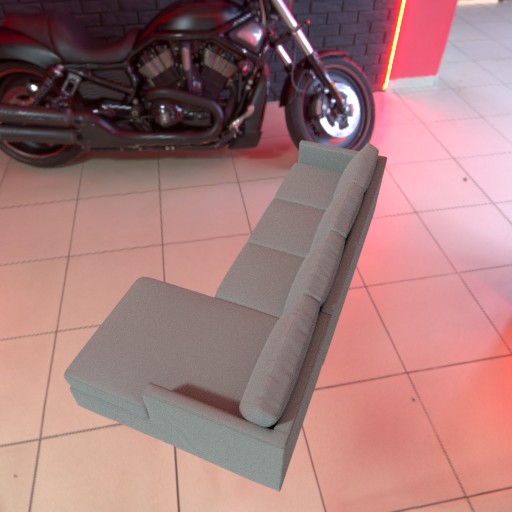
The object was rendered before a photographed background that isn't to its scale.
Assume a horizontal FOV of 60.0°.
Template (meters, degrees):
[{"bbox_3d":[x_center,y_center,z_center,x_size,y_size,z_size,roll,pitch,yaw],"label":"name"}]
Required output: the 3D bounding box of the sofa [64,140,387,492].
[{"bbox_3d":[0.000,0.000,3.848,1.622,0.867,3.177,16,47,15],"label":"sofa"}]
